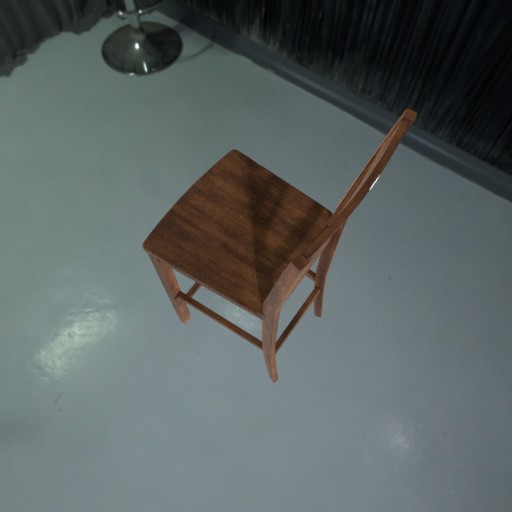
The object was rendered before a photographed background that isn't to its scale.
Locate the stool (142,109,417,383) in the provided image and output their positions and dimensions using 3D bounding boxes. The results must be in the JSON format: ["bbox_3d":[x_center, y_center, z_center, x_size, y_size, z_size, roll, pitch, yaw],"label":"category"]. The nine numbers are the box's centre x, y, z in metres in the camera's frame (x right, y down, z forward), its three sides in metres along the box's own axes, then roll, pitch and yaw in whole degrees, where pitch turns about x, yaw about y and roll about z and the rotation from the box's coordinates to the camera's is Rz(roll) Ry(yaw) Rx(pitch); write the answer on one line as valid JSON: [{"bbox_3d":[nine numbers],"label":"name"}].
[{"bbox_3d":[0.000,0.000,1.342,0.504,1.098,0.426,32,67,16],"label":"stool"}]
